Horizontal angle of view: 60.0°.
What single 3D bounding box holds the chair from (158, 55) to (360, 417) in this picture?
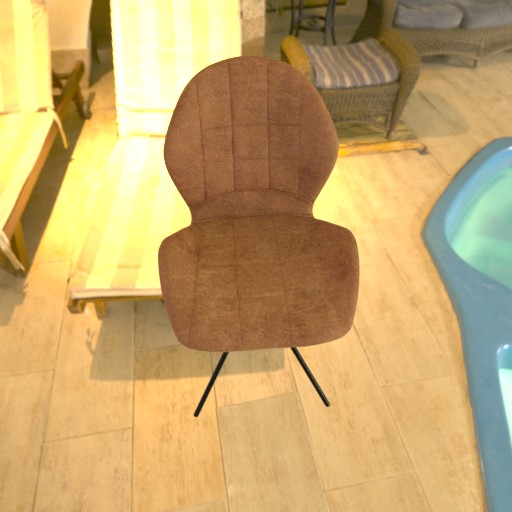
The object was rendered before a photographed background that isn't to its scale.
[{"bbox_3d":[0.000,0.000,1.310,0.527,0.929,0.640,-3,46,-3],"label":"chair"}]
